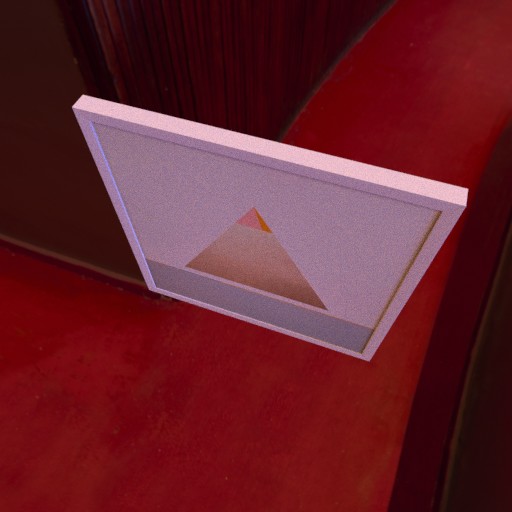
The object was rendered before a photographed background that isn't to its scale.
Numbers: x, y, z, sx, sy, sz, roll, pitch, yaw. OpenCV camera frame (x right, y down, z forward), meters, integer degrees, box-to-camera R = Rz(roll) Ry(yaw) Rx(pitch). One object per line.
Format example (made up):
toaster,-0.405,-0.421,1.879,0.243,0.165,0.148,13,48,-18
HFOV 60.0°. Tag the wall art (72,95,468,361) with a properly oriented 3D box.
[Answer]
wall art,0.000,0.000,1.150,0.768,0.765,0.041,16,59,10
